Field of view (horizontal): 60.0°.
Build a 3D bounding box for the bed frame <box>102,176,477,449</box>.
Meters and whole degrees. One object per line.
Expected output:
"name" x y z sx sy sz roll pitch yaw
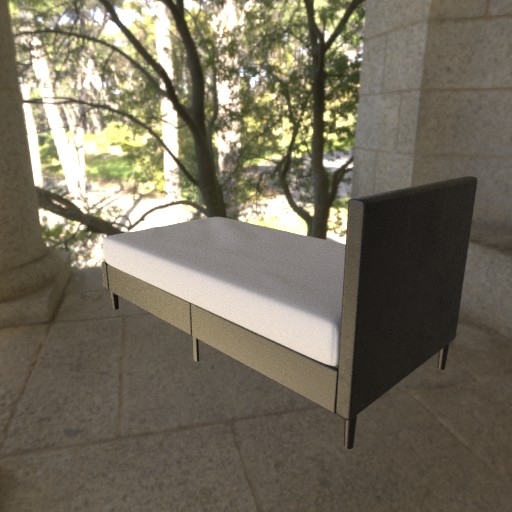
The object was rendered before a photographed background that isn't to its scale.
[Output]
"bed frame" 0.000 0.000 2.566 1.038 1.046 2.152 -15 22 -42
